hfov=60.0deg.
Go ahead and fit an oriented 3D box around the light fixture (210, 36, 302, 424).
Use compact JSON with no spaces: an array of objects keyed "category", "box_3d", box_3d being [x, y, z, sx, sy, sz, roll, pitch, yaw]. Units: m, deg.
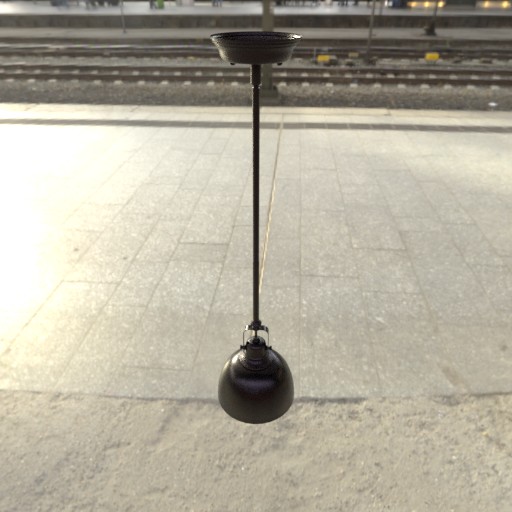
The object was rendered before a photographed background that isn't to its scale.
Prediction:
[{"category":"light fixture","box_3d":[0.000,0.000,0.859,0.182,0.768,0.182,1,32,2]}]
